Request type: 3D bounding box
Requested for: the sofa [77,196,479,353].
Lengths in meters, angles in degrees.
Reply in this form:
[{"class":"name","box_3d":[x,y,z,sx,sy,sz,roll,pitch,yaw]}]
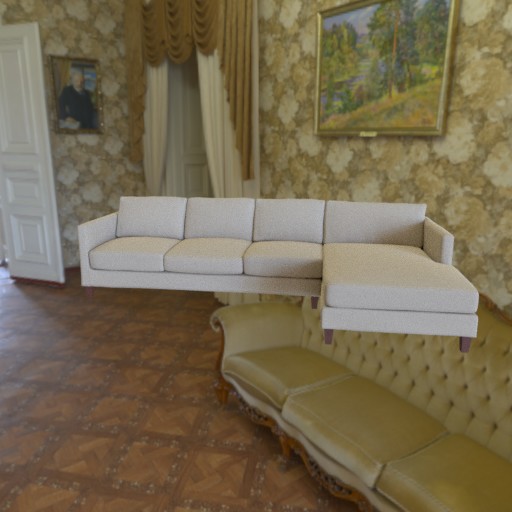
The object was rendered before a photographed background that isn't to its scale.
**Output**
[{"class":"sofa","box_3d":[0.000,0.000,3.847,3.186,0.861,1.625,2,14,8]}]
